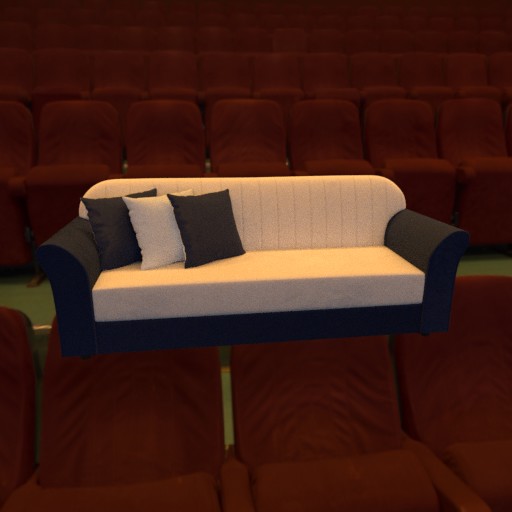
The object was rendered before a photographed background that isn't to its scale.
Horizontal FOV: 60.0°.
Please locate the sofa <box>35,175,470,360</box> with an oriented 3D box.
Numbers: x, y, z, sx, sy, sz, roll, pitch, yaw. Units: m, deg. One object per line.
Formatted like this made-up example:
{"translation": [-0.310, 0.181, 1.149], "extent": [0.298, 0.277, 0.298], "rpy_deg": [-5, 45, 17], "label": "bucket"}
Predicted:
{"translation": [0.000, 0.000, 2.416], "extent": [2.006, 0.789, 0.749], "rpy_deg": [-2, 16, -8], "label": "sofa"}
